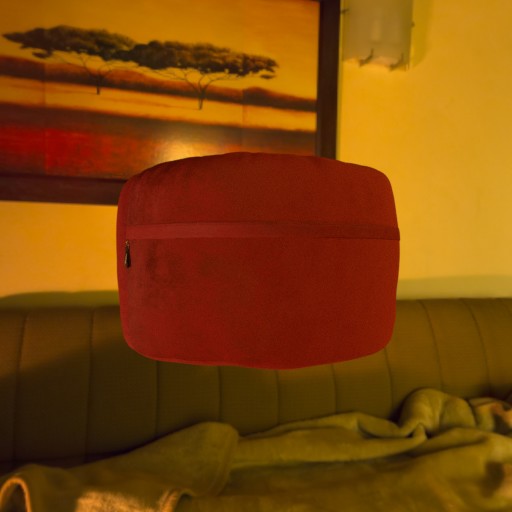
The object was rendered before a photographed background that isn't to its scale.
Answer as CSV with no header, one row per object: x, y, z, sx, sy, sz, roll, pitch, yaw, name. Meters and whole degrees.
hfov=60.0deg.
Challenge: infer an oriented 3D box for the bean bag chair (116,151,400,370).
0.000,0.000,1.991,1.219,0.762,1.219,0,1,0,bean bag chair
